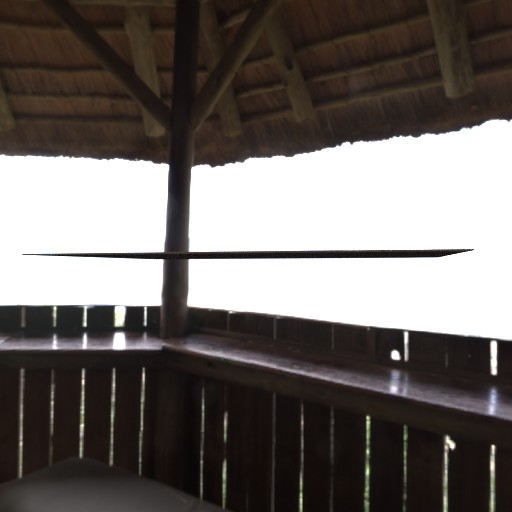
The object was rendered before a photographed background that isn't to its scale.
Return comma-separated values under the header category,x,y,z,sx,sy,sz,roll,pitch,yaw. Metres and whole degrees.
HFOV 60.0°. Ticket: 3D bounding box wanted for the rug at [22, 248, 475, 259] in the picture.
category,x,y,z,sx,sy,sz,roll,pitch,yaw
rug,0.000,0.000,2.986,2.435,0.011,1.517,0,-2,17
